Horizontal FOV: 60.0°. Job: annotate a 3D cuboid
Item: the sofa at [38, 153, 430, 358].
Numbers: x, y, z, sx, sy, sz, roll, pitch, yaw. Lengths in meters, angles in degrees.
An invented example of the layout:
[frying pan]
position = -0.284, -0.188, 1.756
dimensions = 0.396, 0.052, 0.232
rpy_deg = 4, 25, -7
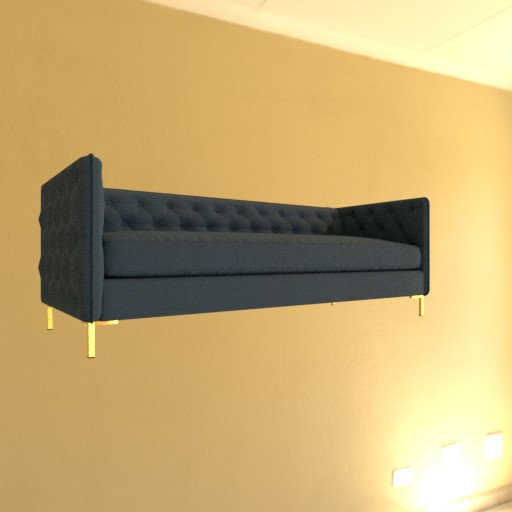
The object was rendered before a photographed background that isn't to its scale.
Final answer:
[sofa]
position = 0.000, 0.000, 2.596
dimensions = 2.209, 0.771, 0.895
rpy_deg = 0, 0, -35
